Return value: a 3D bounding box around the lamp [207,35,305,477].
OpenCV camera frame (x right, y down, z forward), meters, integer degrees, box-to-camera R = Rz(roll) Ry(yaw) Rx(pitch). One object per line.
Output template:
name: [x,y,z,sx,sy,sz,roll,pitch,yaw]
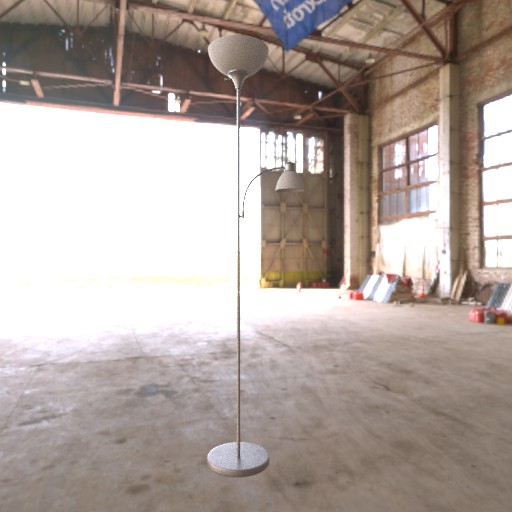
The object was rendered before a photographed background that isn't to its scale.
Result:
lamp: [0.000,0.000,1.941,0.425,1.804,0.279,0,0,1]
